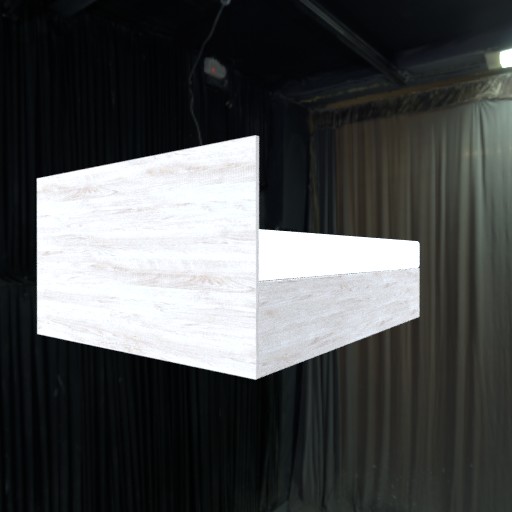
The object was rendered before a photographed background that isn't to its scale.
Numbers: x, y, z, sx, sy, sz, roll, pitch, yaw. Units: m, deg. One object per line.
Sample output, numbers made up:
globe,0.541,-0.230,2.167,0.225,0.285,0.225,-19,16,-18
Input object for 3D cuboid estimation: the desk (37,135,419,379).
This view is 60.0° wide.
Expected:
desk,0.000,0.000,2.631,1.400,0.800,1.900,0,0,36
